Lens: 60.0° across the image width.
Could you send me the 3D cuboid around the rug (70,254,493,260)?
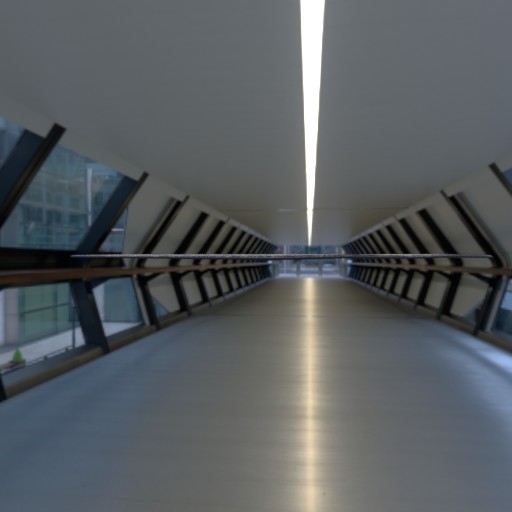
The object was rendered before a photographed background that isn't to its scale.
[{"bbox_3d":[0.000,0.000,4.640,2.716,0.035,3.612,0,0,-39],"label":"rug"}]
